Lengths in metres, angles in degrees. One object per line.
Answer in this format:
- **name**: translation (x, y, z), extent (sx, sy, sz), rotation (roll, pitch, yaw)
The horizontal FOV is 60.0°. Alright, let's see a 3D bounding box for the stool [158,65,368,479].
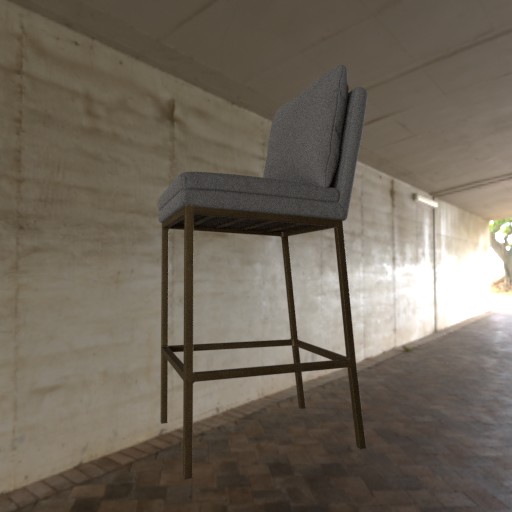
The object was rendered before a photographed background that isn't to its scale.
- **stool**: translation (0.000, 0.000, 1.417), extent (0.569, 1.130, 0.463), rotation (1, -2, -20)
